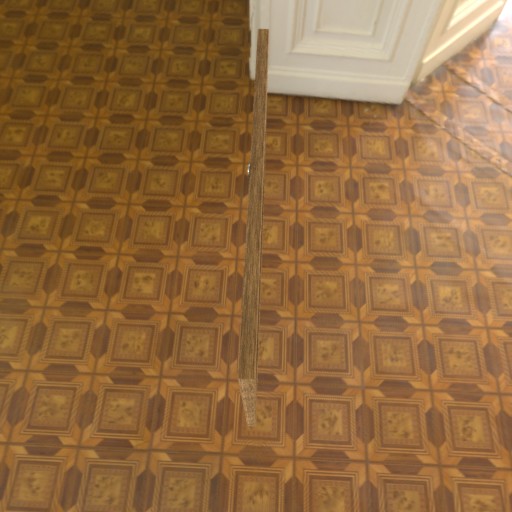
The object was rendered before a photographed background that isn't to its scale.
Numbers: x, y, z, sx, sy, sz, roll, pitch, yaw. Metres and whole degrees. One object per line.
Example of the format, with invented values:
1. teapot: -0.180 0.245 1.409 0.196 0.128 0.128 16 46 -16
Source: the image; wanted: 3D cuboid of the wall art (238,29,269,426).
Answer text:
1. wall art: 0.000 0.000 0.847 0.021 0.576 0.561 2 64 1
